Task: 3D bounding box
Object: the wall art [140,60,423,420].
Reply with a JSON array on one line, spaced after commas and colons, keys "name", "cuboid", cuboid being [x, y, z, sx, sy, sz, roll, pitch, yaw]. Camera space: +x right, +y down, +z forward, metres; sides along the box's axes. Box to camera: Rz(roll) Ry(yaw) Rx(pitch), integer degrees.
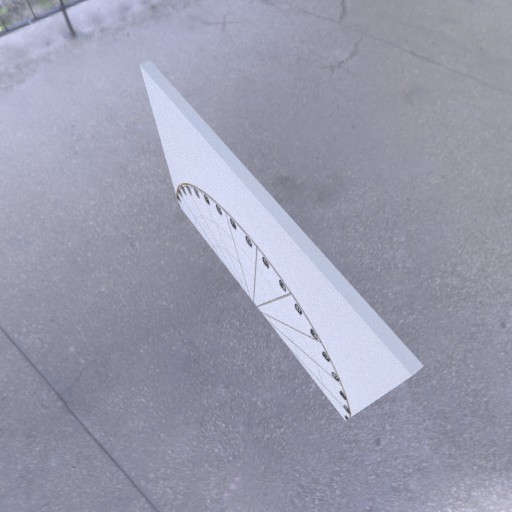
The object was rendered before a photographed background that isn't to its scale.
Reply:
[{"name": "wall art", "cuboid": [0.000, 0.000, 1.472, 0.038, 0.767, 1.144, -33, 68, -15]}]
